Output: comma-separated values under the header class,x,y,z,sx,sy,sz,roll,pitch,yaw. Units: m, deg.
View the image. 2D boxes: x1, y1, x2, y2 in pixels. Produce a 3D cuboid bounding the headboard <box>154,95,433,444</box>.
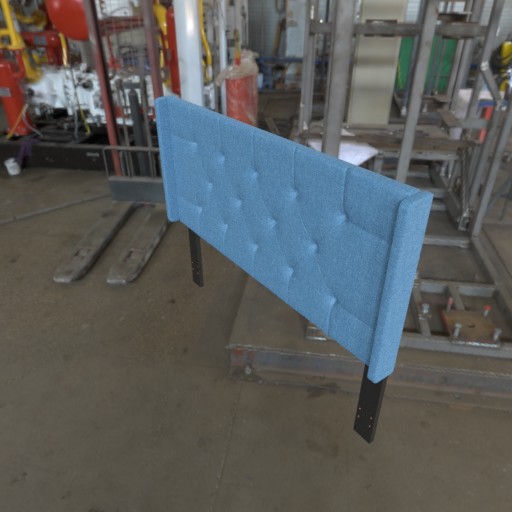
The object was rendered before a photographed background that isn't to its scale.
class,x,y,z,sx,sy,sz,roll,pitch,yaw
headboard,0.000,0.000,2.699,0.184,1.524,2.051,-21,38,-30
